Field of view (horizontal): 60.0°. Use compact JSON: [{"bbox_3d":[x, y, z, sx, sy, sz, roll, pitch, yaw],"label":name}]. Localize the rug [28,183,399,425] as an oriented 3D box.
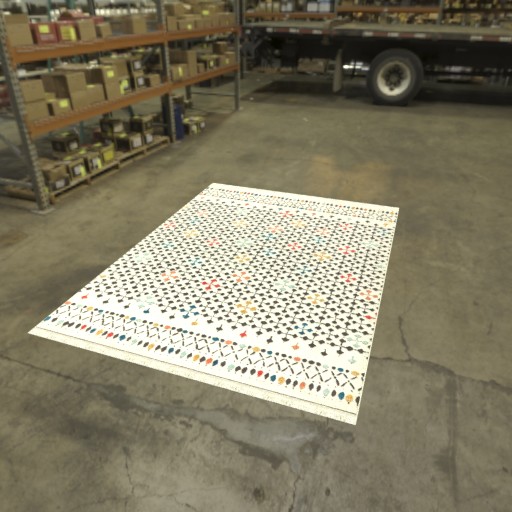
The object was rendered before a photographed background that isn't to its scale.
[{"bbox_3d":[0.000,0.000,2.022,1.146,0.006,1.556,10,32,17],"label":"rug"}]
